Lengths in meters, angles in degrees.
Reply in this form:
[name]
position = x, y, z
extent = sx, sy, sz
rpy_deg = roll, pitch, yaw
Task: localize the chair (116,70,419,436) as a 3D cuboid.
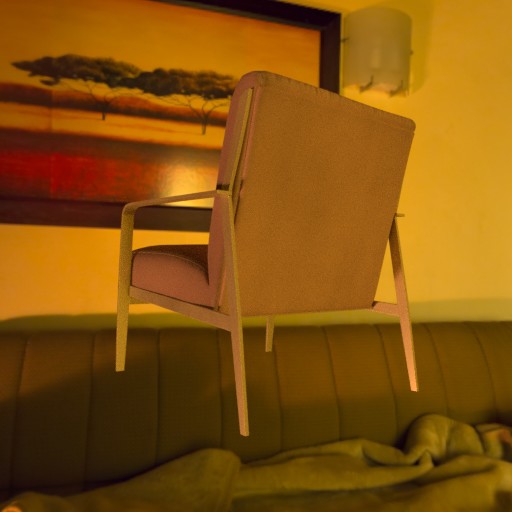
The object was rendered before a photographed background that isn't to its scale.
[chair]
position = 0.000, 0.000, 1.481
extent = 0.701, 0.823, 0.848
rpy_deg = 2, -3, -36
